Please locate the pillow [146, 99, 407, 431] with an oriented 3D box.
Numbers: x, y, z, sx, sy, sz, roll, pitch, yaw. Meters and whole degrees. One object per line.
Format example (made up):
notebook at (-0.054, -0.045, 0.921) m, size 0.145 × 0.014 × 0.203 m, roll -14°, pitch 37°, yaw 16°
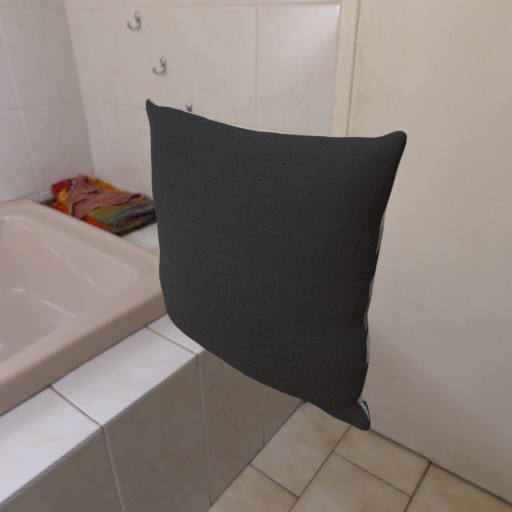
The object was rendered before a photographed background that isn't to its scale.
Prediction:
pillow at (0.000, 0.000, 0.776) m, size 0.503 × 0.496 × 0.208 m, roll 21°, pitch 34°, yaw 34°
